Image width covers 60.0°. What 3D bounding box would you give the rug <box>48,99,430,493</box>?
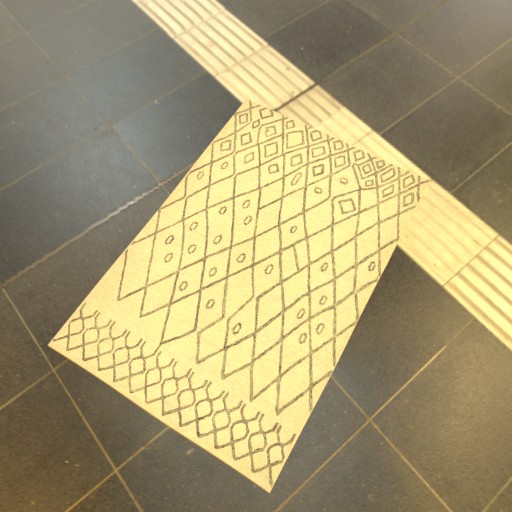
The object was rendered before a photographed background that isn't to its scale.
[{"bbox_3d":[0.000,0.000,2.315,1.222,0.015,1.828,28,68,13],"label":"rug"}]
